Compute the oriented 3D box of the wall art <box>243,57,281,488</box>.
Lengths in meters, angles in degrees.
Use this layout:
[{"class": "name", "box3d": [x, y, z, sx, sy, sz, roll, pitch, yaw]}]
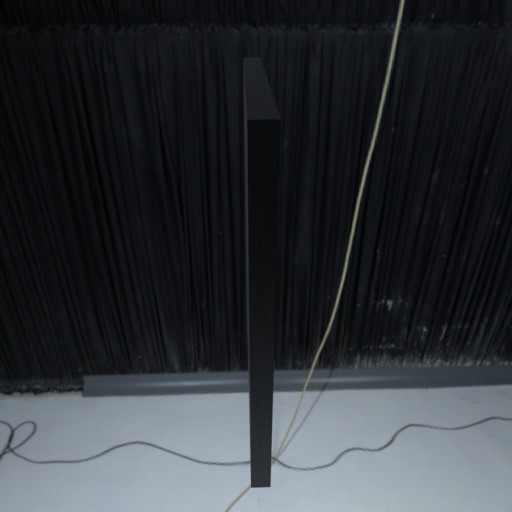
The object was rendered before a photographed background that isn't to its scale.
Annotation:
[{"class": "wall art", "box3d": [0.000, 0.000, 0.741, 0.031, 0.558, 0.461, -1, 31, -2]}]
